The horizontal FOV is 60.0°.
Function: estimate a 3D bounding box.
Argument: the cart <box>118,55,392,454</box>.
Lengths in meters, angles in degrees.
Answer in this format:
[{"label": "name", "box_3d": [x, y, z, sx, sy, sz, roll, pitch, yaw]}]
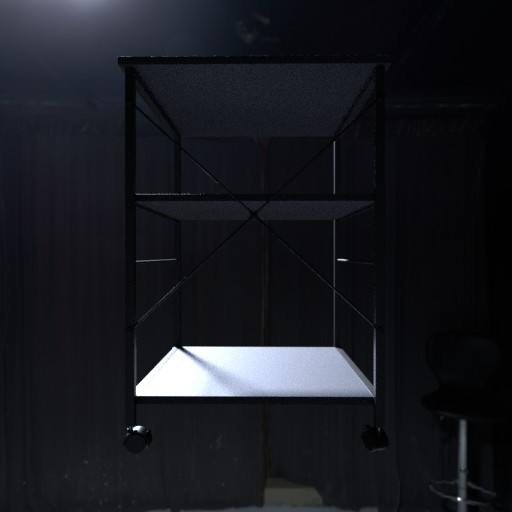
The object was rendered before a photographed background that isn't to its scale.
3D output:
[{"label": "cart", "box_3d": [0.000, 0.000, 1.102, 0.521, 0.762, 0.520, 0, 0, 1]}]
